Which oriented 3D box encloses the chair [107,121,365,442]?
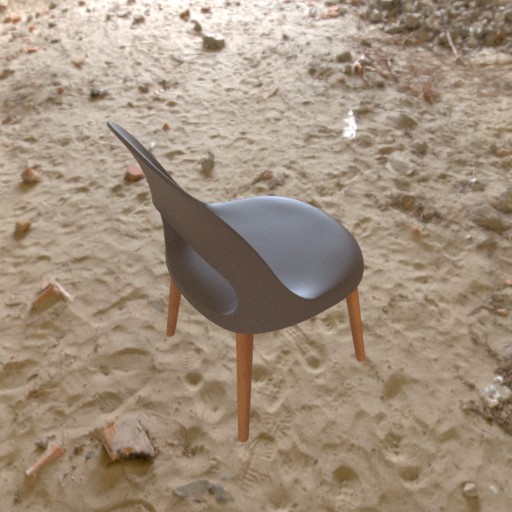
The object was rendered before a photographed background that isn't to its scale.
[{"bbox_3d":[0.000,0.000,1.147,0.556,0.794,0.470,-24,46,-26],"label":"chair"}]
